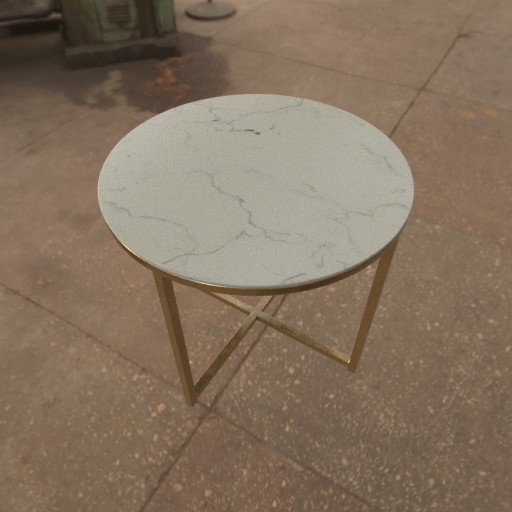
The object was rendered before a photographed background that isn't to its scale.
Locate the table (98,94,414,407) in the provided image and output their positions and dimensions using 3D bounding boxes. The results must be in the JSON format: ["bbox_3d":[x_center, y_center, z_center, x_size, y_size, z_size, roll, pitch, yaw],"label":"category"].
[{"bbox_3d":[0.000,0.000,0.872,0.500,0.420,0.500,0,47,0],"label":"table"}]
